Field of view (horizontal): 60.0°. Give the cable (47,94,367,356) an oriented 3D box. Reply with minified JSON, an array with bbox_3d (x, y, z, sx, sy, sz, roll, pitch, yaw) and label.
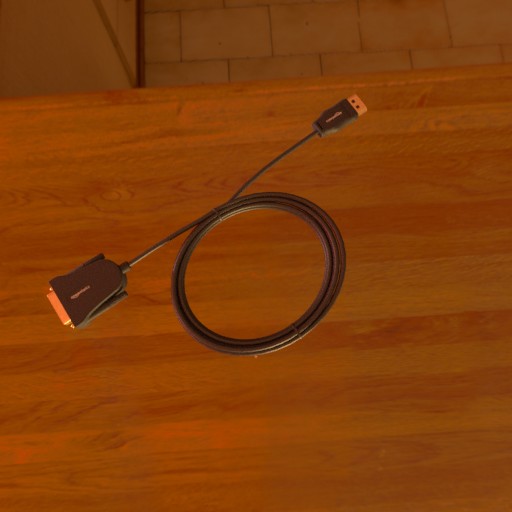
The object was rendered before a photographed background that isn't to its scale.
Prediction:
[{"bbox_3d":[0.000,0.000,0.328,0.281,0.015,0.136,-33,79,-7],"label":"cable"}]
